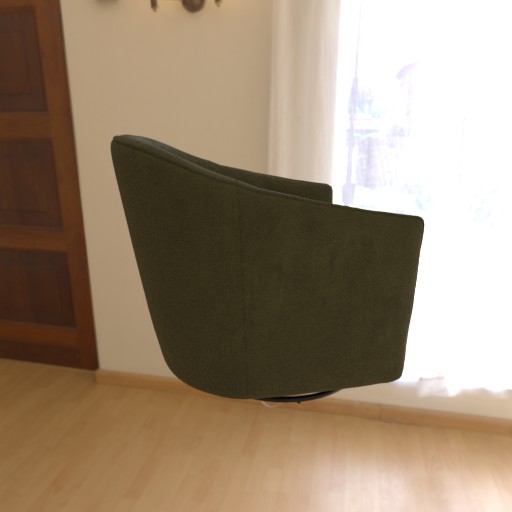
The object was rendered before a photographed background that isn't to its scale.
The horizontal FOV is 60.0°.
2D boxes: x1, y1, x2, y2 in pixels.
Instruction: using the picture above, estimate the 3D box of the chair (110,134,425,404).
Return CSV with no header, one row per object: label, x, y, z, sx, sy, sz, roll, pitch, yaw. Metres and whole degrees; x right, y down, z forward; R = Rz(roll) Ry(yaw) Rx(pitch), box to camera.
chair,0.000,0.000,1.505,0.875,0.799,0.747,-4,17,-12
